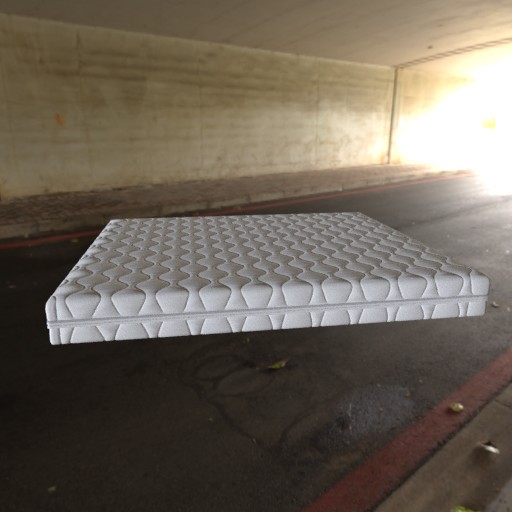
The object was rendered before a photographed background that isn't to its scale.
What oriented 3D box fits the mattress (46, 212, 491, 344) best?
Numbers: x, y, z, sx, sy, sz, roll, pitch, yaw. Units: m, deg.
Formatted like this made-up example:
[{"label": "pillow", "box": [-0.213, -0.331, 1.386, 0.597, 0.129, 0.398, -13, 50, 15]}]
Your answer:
[{"label": "mattress", "box": [0.000, 0.000, 2.619, 1.900, 0.200, 1.600, -2, 16, -8]}]
